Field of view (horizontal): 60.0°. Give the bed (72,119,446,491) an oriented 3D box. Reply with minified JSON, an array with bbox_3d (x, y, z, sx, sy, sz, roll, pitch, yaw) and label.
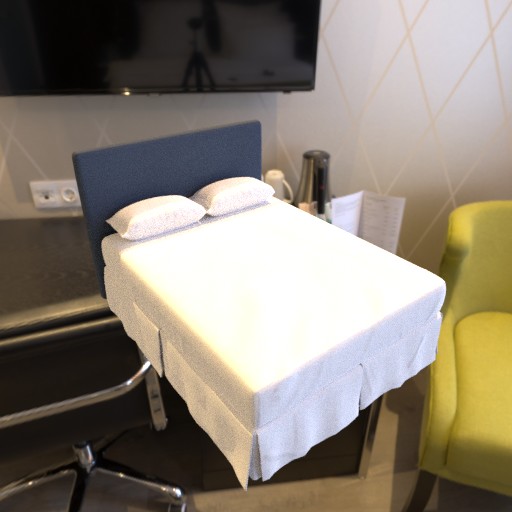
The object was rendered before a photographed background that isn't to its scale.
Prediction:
[{"bbox_3d":[0.000,0.000,3.143,1.713,1.330,2.162,-21,36,-32],"label":"bed"}]
